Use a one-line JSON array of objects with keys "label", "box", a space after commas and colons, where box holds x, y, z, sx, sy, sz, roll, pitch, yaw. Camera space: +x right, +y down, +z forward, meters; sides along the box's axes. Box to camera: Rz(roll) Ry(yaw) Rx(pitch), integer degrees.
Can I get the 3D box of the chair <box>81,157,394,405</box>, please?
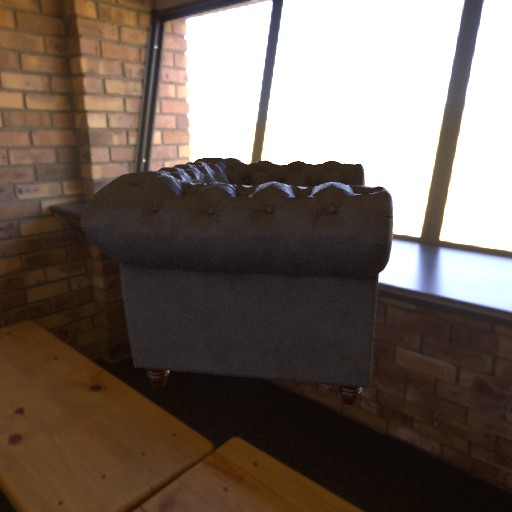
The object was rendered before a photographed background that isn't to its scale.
[{"label": "chair", "box": [0.000, 0.000, 1.897, 0.943, 0.780, 1.298, 2, 16, 9]}]
